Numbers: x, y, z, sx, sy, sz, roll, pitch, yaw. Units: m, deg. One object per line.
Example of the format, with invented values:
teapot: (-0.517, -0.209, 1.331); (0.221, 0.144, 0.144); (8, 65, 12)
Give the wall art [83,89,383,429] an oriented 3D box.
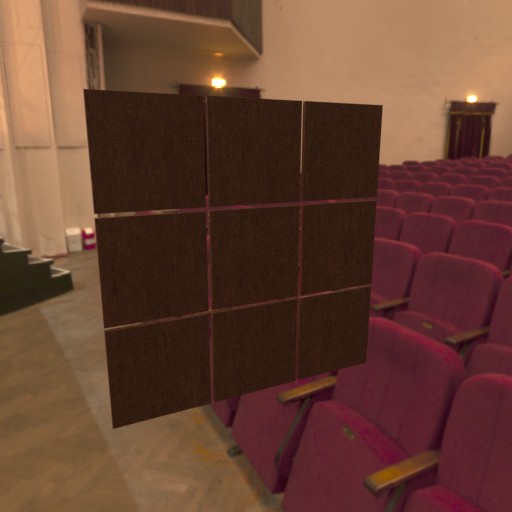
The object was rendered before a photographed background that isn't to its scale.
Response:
wall art: (0.000, 0.000, 1.358); (0.915, 0.914, 0.013); (-7, 15, -26)
